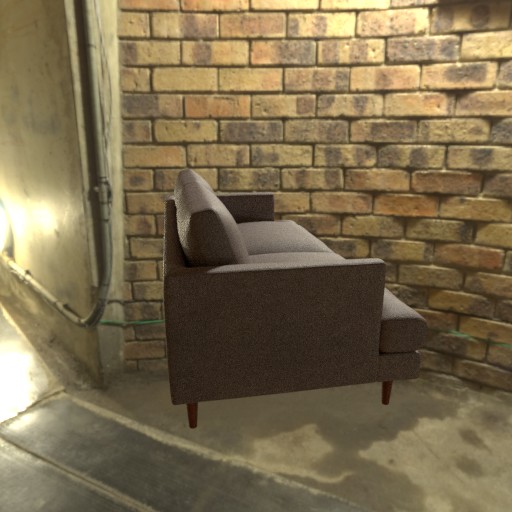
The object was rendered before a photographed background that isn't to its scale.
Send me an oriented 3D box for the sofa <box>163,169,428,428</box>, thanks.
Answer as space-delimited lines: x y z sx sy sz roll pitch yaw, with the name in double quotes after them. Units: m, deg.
0.000 0.000 2.555 1.020 0.868 1.948 -3 16 -10 "sofa"
